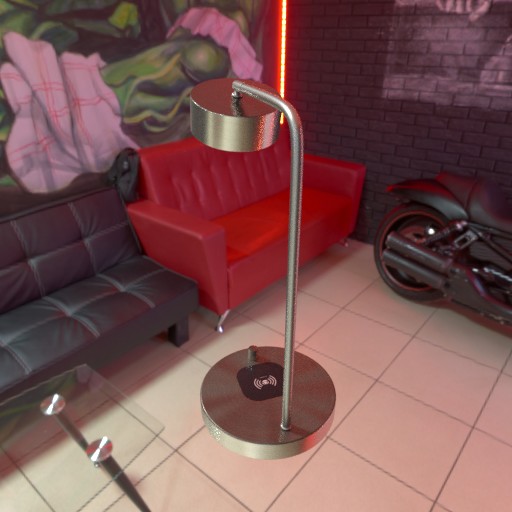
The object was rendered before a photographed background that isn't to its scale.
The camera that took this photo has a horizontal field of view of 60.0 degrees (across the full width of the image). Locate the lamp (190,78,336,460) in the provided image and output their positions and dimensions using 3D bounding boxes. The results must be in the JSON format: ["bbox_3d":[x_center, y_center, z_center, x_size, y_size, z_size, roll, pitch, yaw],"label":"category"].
[{"bbox_3d":[0.000,0.000,0.654,0.211,0.469,0.334,-8,28,-16],"label":"lamp"}]
